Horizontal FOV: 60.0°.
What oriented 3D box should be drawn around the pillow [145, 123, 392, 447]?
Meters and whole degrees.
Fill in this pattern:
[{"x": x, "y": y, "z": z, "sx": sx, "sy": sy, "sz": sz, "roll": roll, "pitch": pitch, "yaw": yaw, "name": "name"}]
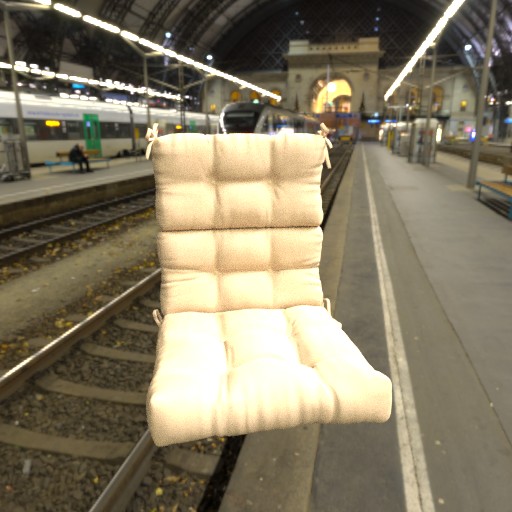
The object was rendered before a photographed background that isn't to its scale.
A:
[{"x": 0.000, "y": 0.000, "z": 1.034, "sx": 0.519, "sy": 0.605, "sz": 0.571, "roll": -2, "pitch": 16, "yaw": -8, "name": "pillow"}]
